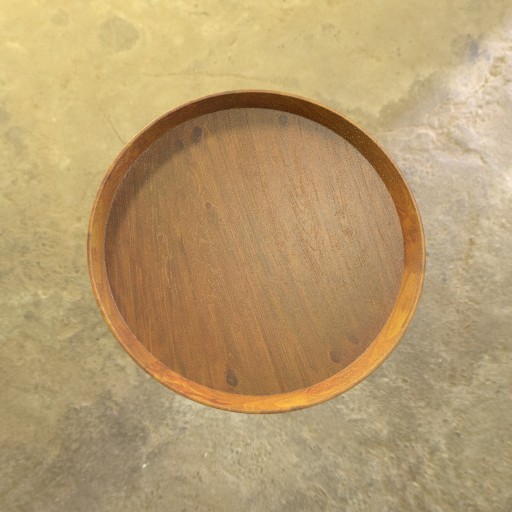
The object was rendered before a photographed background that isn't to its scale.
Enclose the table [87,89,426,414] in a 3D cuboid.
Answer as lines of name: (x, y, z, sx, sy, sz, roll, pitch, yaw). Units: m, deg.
table: (0.000, 0.000, 1.547, 1.016, 0.470, 1.016, 0, 76, 0)
